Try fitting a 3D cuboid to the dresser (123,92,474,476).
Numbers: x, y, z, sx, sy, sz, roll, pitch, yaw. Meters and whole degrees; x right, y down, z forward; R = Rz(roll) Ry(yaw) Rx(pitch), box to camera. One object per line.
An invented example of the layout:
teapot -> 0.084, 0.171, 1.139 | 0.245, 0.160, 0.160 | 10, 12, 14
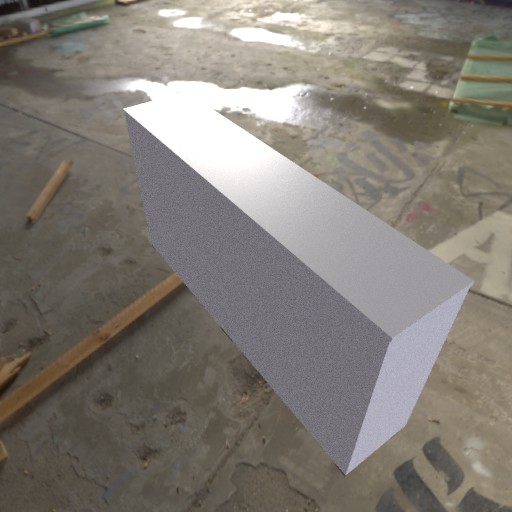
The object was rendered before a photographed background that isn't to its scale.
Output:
dresser -> 0.000, 0.000, 1.818 | 0.333, 0.790, 1.535 | -26, 48, -26
